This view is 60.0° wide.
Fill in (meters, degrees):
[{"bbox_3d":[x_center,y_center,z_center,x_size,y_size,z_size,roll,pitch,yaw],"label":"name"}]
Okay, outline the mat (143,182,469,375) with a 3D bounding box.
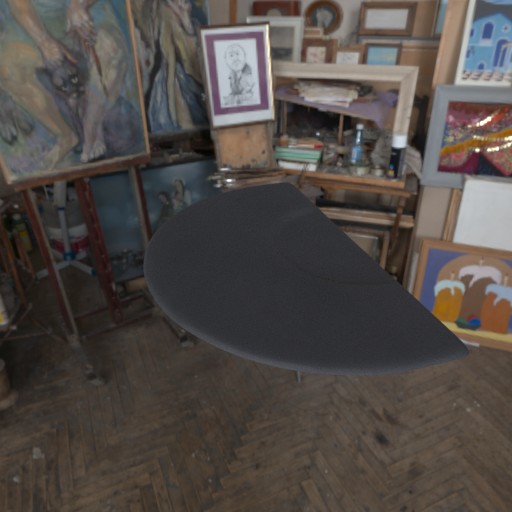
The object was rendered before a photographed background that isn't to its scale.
[{"bbox_3d":[0.000,0.000,1.850,0.917,0.022,1.525,-9,31,-15],"label":"mat"}]
